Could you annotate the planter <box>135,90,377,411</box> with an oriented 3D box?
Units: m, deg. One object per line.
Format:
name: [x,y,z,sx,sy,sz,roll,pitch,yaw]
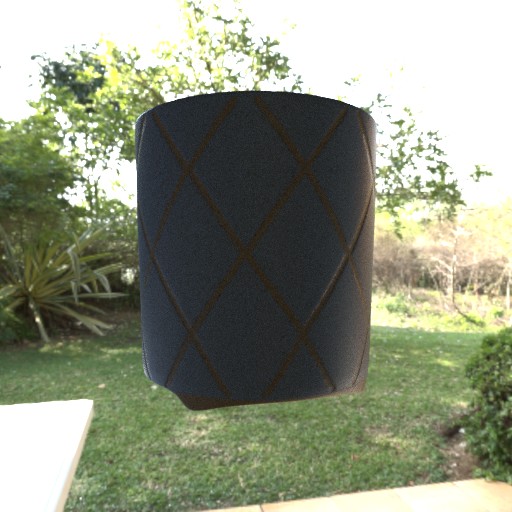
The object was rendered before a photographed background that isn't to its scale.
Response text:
planter: [0.000,0.000,0.361,0.191,0.200,0.191,0,0,0]
